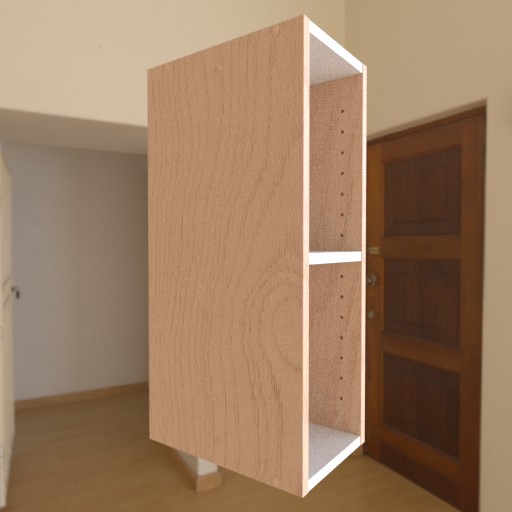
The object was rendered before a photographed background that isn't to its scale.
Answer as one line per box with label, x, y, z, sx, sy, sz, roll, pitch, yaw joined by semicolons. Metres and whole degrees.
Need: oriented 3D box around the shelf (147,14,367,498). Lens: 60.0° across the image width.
shelf;0.000;0.000;0.714;0.290;0.600;0.200;1;2;36
